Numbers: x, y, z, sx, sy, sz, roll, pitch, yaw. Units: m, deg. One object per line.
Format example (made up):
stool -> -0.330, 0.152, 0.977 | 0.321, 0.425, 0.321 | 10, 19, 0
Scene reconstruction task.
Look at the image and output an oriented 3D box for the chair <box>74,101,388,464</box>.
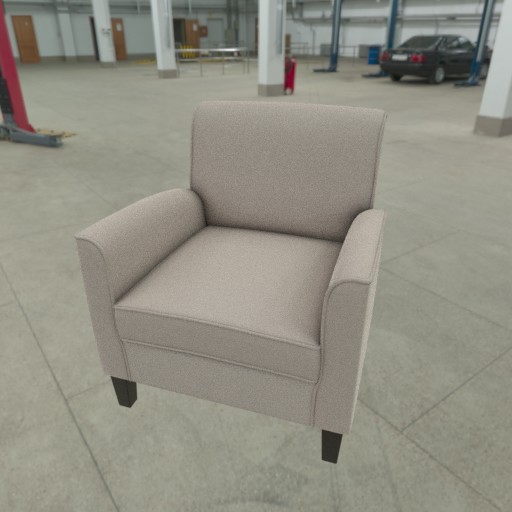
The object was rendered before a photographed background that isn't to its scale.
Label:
chair -> 0.000, 0.000, 1.533 | 0.820, 0.915, 0.820 | 8, 28, 16
